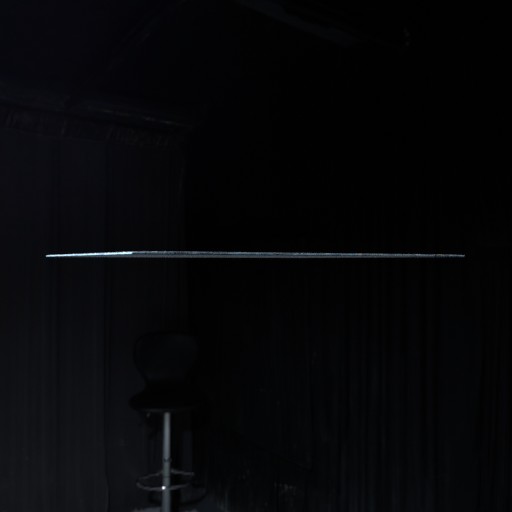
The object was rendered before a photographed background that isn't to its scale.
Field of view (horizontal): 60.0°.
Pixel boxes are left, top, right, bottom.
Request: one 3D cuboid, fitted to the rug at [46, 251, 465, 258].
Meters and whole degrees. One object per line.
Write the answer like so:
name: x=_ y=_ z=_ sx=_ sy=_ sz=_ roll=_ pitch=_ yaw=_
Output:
rug: x=0.000 y=0.000 z=2.859 sx=2.207 sy=0.014 sz=1.567 roll=0 pitch=-1 yaw=-36
